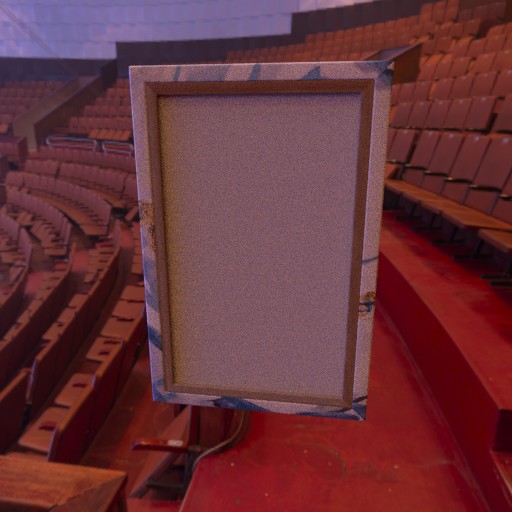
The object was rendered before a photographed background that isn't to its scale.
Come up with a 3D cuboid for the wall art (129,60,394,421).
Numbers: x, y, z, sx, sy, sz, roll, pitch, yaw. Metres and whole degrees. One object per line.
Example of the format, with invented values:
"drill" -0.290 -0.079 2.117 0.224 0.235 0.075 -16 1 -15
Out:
"wall art" 0.000 0.000 1.138 0.610 0.914 0.016 2 16 8
